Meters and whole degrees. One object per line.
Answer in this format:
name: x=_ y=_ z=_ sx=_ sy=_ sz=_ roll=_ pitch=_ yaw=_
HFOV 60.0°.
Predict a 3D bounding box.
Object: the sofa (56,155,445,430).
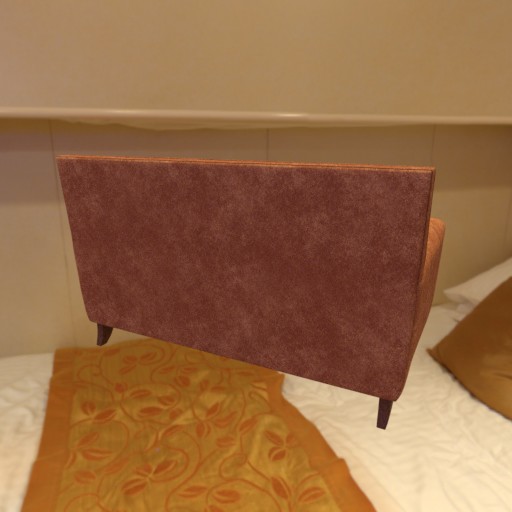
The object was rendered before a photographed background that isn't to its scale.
sofa: x=0.000 y=0.000 z=1.954 sx=1.473 sy=0.871 sz=0.787 roll=8 pitch=17 yaw=26
